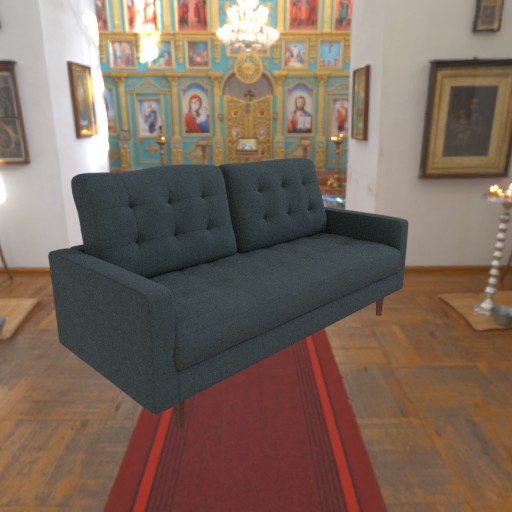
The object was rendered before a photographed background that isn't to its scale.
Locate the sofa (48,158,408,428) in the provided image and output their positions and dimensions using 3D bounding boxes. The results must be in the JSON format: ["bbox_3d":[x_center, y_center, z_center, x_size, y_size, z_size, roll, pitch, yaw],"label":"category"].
[{"bbox_3d":[0.000,0.000,2.587,0.966,1.050,2.010,15,21,42],"label":"sofa"}]
